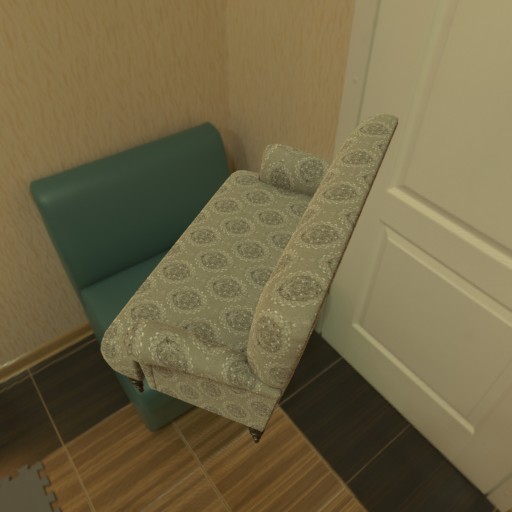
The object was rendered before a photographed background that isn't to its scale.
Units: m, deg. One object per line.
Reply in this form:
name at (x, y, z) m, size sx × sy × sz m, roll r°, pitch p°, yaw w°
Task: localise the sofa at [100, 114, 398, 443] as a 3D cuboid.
sofa at (0.000, 0.000, 1.845) m, size 0.779 × 0.889 × 1.297 m, roll 17°, pitch 48°, yaw 16°
